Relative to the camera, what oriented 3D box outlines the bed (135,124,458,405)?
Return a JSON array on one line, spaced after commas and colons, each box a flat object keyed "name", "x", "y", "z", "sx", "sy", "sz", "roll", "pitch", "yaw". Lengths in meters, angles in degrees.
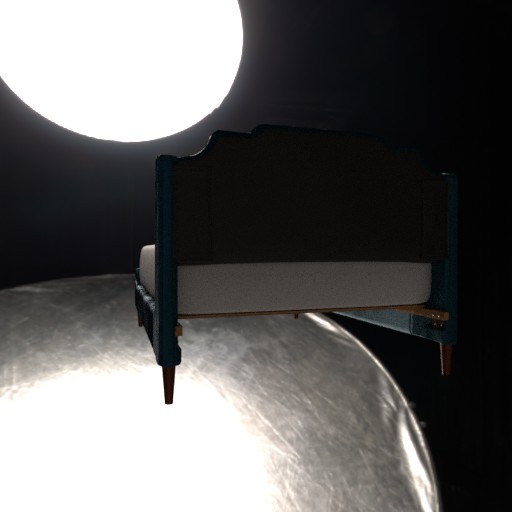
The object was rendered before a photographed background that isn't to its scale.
[{"name": "bed", "x": 0.000, "y": 0.000, "z": 3.357, "sx": 1.678, "sy": 1.338, "sz": 2.322, "roll": 0, "pitch": 1, "yaw": -18}]
